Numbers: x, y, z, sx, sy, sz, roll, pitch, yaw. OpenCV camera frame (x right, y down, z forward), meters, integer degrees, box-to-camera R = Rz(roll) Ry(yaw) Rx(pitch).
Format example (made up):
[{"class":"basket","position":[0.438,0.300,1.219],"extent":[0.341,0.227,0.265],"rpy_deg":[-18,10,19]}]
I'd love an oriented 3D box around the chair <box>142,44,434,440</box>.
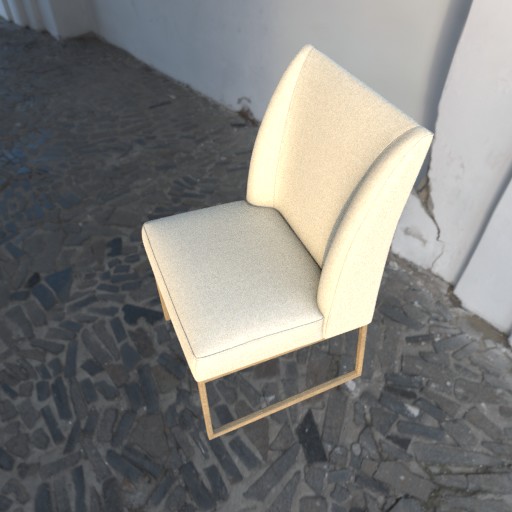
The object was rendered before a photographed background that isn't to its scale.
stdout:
[{"class":"chair","position":[0.000,0.000,1.179],"extent":[0.522,0.863,0.508],"rpy_deg":[-17,48,-16]}]
